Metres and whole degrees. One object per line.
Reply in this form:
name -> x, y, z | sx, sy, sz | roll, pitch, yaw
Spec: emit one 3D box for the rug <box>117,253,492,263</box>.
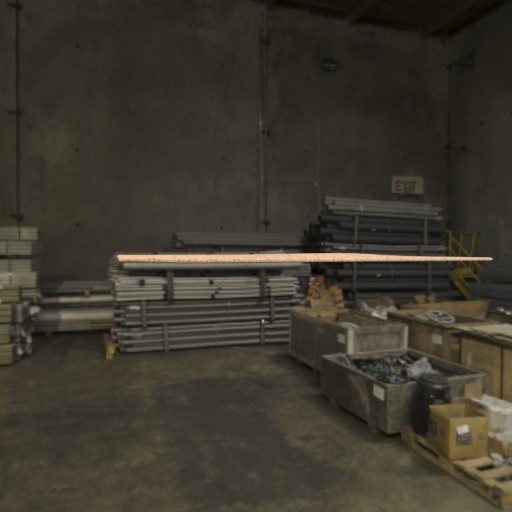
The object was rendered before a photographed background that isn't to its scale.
rug -> 0.000, 0.000, 4.100 | 2.453, 0.043, 3.052 | 0, 1, -17
